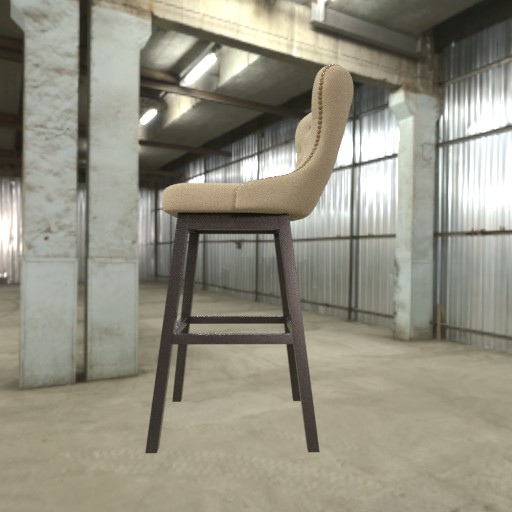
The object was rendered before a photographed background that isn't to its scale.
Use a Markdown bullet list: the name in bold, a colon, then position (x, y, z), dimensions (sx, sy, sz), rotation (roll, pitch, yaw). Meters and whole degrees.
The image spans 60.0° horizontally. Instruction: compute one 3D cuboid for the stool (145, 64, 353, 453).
- **stool**: position (0.000, 0.000, 1.423), dimensions (0.605, 1.066, 0.528), rotation (0, 0, -1)
